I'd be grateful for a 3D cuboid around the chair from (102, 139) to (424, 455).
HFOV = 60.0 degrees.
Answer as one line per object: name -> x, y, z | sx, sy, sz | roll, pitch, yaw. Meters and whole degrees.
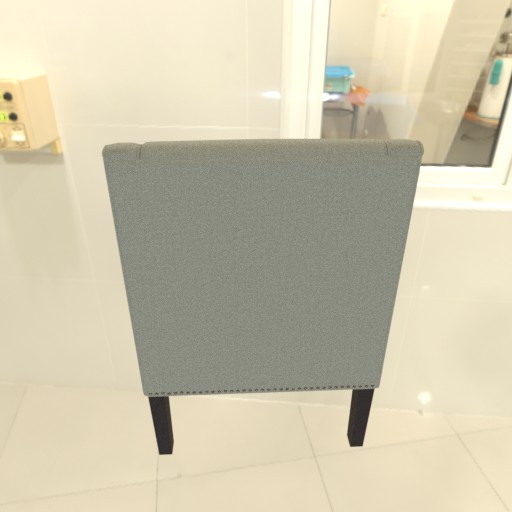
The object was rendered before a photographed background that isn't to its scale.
chair -> 0.000, 0.000, 1.333 | 0.610, 0.864, 0.737 | -1, 29, -2
